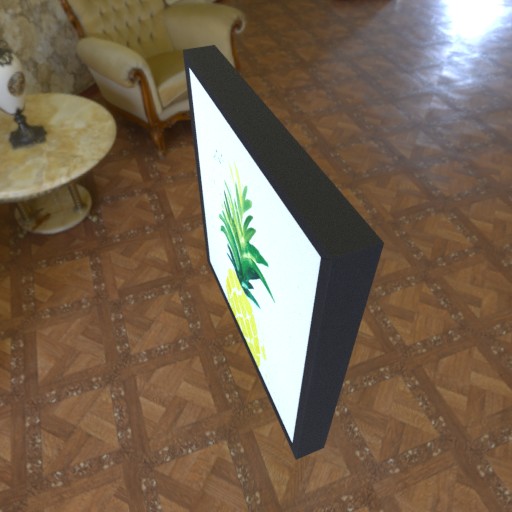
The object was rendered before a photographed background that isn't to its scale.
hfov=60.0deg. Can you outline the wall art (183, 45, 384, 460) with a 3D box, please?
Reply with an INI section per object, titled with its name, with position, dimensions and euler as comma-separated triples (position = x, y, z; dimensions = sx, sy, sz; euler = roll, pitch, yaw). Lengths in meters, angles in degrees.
[wall art]
position = 0.000, 0.000, 0.452
dimensions = 0.033, 0.304, 0.305
euler = -16, 48, -15
